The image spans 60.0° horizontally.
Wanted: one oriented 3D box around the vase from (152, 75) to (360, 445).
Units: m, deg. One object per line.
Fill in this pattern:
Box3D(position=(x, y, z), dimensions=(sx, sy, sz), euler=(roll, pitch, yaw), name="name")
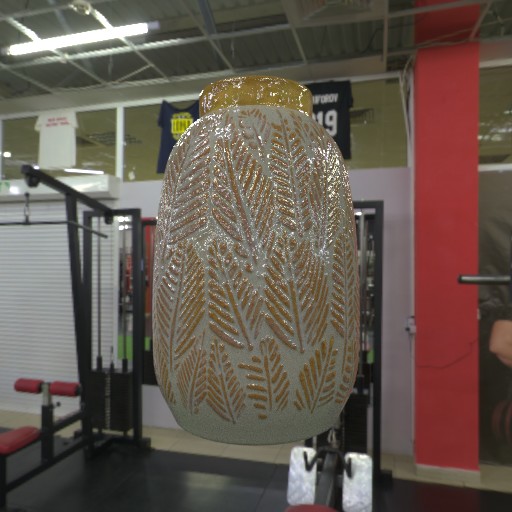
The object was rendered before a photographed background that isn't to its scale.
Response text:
Box3D(position=(0.000, 0.000, 0.378), dimensions=(0.172, 0.270, 0.172), euler=(0, -1, 0), name="vase")
